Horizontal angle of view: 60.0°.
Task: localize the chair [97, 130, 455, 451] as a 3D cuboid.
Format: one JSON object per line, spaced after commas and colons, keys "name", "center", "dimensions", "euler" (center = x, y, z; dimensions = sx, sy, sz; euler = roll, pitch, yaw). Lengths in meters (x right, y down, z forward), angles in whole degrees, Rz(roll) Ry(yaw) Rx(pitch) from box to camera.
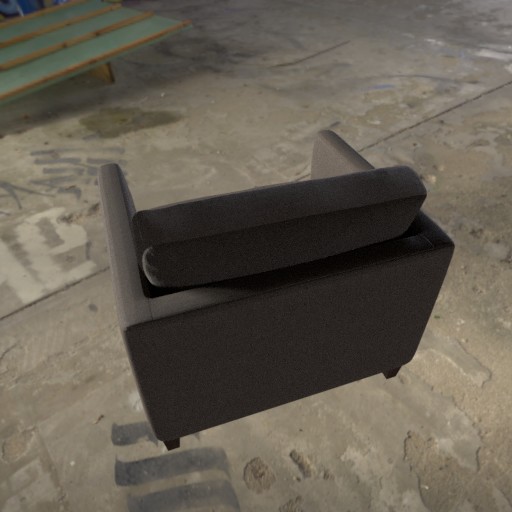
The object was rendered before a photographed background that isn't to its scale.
{"name": "chair", "center": [0.000, 0.000, 1.813], "dimensions": [1.107, 0.963, 0.959], "euler": [-13, 42, -14]}
